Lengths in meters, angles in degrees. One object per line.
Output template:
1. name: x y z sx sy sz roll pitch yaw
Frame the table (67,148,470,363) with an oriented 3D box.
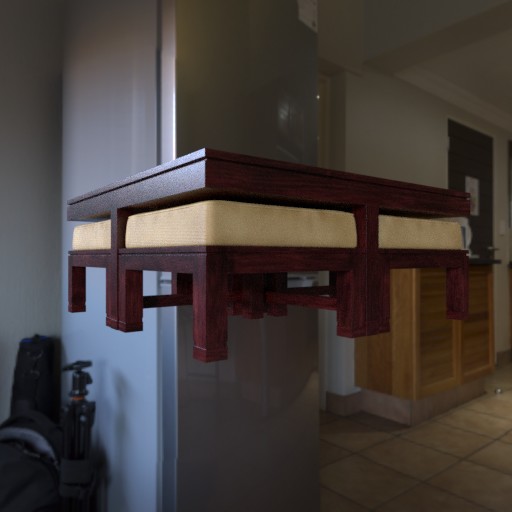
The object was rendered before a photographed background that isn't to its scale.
1. table: 0.000 0.000 1.336 0.865 0.356 0.865 0 0 -37
